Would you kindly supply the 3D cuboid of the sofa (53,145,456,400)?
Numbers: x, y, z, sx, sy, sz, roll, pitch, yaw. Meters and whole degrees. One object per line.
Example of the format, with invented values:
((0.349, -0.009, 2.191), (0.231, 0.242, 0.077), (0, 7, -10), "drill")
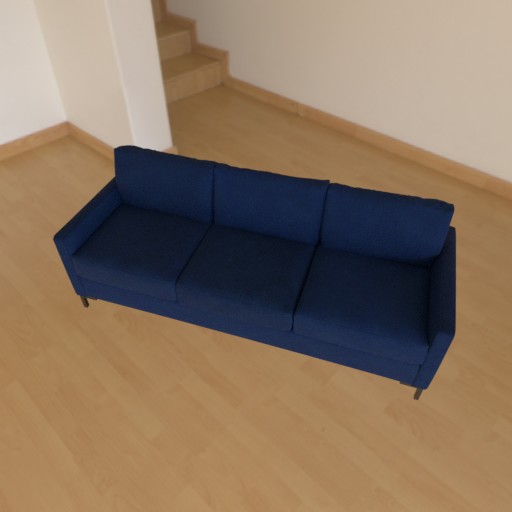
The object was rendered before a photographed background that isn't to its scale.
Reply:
((0.000, 0.000, 2.714), (2.252, 0.879, 0.875), (13, 44, 13), "sofa")
